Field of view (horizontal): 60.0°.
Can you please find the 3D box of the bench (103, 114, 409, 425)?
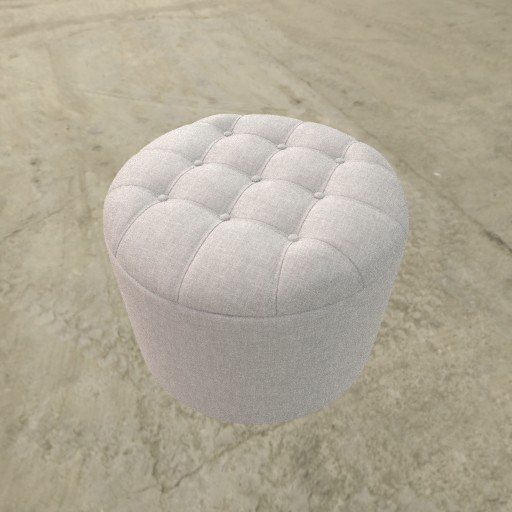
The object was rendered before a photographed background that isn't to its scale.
[{"bbox_3d":[0.000,0.000,0.997,0.600,0.453,0.600,0,45,0],"label":"bench"}]
